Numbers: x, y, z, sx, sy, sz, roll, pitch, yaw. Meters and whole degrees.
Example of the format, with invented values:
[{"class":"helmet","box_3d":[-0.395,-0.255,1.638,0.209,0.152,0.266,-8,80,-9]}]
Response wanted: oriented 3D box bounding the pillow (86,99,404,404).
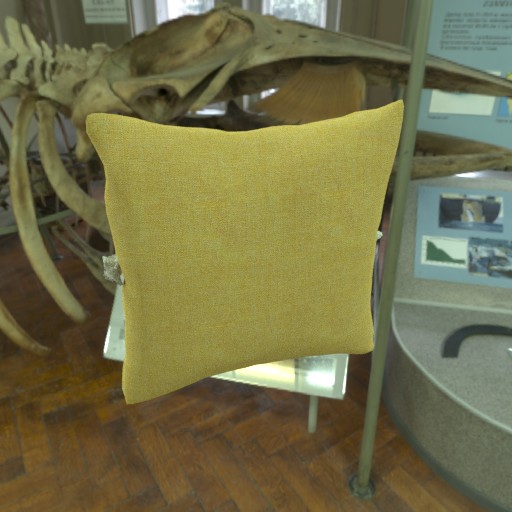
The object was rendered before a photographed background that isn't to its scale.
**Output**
[{"class":"pillow","box_3d":[0.000,0.000,0.738,0.485,0.481,0.167,-8,27,-16]}]
